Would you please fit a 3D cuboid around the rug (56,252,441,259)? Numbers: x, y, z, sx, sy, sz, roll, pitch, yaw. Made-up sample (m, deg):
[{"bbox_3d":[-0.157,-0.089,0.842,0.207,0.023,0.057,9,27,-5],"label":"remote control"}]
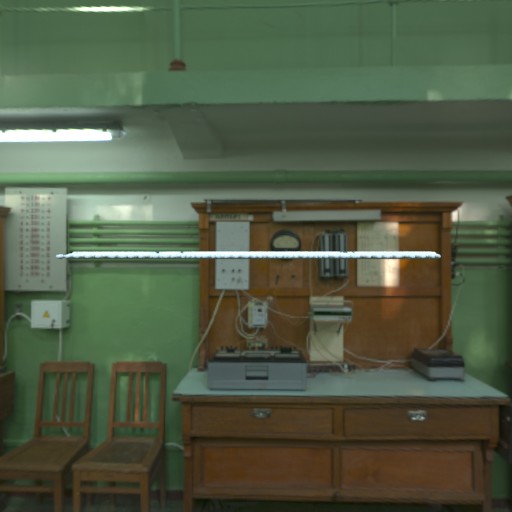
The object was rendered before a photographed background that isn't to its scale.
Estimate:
[{"bbox_3d":[0.000,0.000,2.831,1.494,0.031,2.307,0,0,1],"label":"rug"}]
